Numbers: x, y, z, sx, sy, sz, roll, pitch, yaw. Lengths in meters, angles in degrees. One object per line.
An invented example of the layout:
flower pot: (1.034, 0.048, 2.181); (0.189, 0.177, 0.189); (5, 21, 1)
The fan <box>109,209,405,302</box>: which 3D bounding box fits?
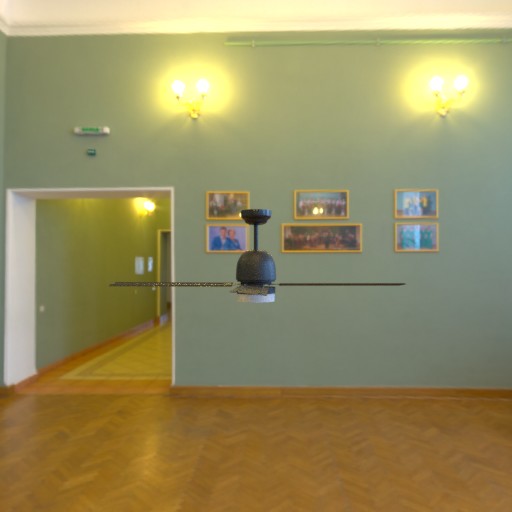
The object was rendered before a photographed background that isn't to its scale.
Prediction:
fan: (0.000, 0.000, 2.015); (1.319, 0.410, 1.319); (0, -1, 1)
